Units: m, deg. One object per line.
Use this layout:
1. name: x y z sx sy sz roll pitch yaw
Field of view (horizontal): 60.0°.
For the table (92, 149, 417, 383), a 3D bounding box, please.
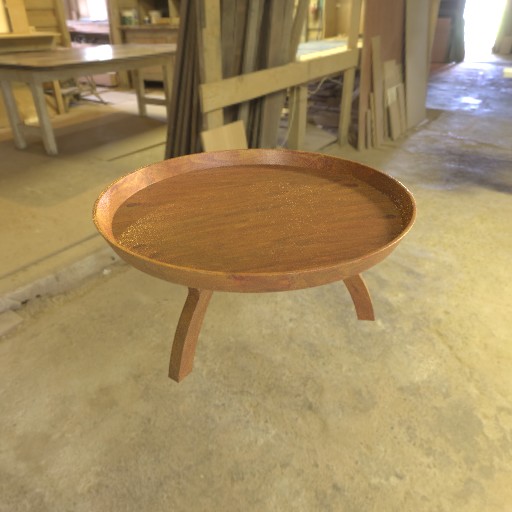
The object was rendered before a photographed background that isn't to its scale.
1. table: 0.000 0.000 1.547 1.016 0.470 1.016 0 29 0
